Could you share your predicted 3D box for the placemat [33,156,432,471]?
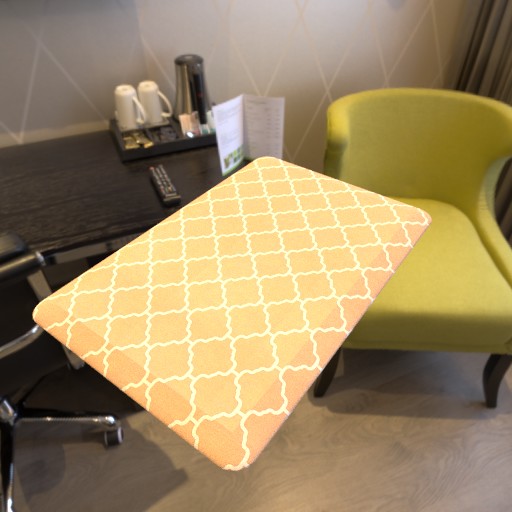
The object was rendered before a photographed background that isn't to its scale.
[{"bbox_3d":[0.000,0.000,0.936,0.508,0.021,0.762,26,47,27],"label":"placemat"}]
